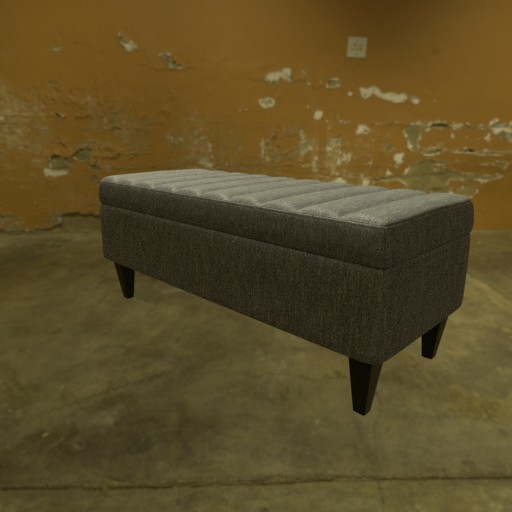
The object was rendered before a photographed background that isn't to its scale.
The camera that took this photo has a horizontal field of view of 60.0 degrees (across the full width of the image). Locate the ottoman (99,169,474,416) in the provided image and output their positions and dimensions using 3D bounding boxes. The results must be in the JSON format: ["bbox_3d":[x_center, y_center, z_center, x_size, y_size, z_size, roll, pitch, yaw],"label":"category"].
[{"bbox_3d":[0.000,0.000,1.422,1.151,0.469,0.482,15,22,42],"label":"ottoman"}]
